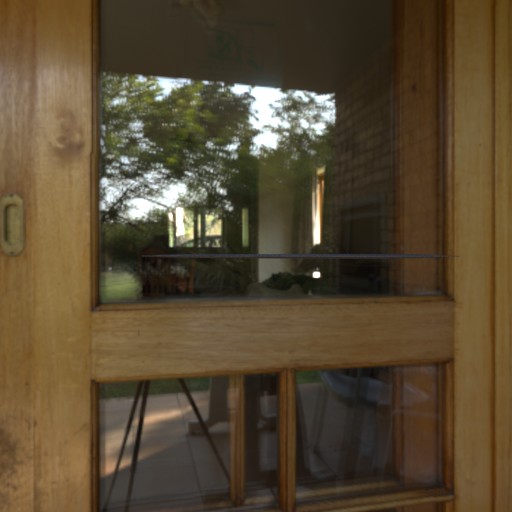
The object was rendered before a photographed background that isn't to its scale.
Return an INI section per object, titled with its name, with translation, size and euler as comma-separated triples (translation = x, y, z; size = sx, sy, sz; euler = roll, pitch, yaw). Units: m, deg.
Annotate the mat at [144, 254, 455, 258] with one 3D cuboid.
[mat]
translation = 0.000, 0.000, 1.822
size = 0.913, 0.013, 1.524
euler = 0, 0, -18
